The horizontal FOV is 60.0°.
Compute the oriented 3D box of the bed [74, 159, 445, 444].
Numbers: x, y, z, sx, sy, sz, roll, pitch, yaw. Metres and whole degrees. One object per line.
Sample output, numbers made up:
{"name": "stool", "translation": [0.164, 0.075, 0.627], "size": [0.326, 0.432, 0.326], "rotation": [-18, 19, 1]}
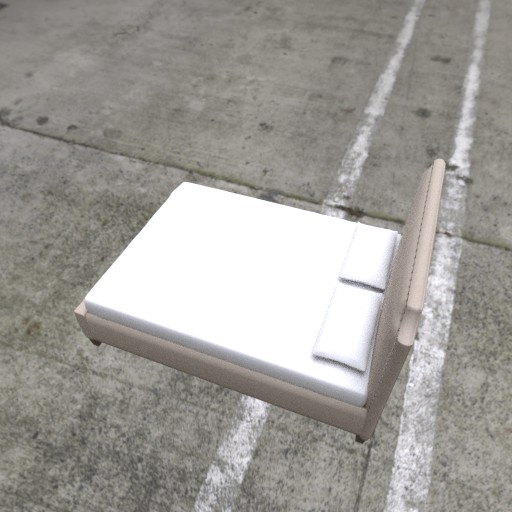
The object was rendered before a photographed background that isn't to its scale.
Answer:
{"name": "bed", "translation": [0.000, 0.000, 3.458], "size": [2.372, 1.443, 1.713], "rotation": [15, 47, 15]}
